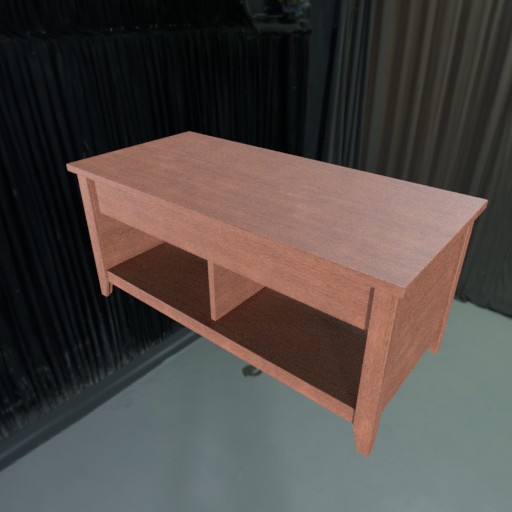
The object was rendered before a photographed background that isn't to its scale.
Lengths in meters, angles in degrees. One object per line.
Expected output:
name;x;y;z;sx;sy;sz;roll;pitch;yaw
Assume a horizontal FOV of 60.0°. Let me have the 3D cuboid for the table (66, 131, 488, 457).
table;0.000;0.000;1.271;1.016;0.457;0.483;22;36;33
